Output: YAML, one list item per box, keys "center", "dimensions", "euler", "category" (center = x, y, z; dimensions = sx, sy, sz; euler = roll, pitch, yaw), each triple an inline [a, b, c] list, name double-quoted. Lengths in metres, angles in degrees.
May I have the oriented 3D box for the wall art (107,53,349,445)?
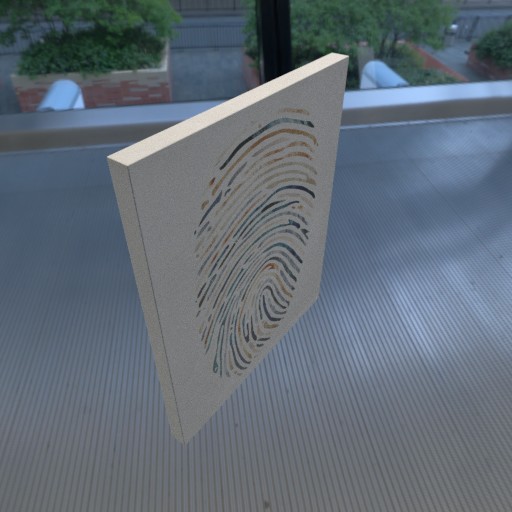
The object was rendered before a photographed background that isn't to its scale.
- center: [0.000, 0.000, 0.834]
  dimensions: [0.037, 0.606, 0.508]
  euler: [25, 46, 27]
  category: "wall art"
